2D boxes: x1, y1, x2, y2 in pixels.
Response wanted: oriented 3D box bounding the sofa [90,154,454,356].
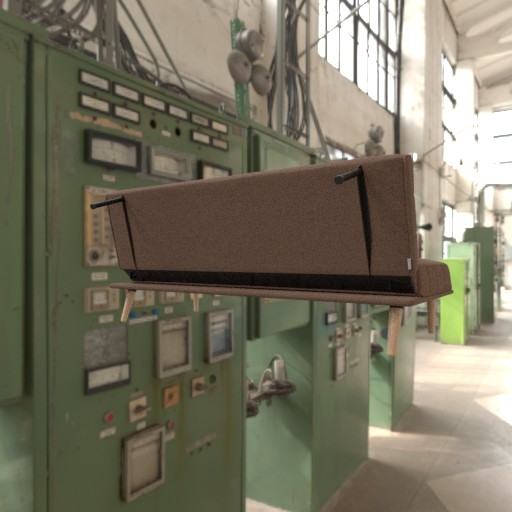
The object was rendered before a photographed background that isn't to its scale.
[{"bbox_3d":[0.000,0.000,2.421,1.820,0.810,1.038,0,0,35],"label":"sofa"}]
